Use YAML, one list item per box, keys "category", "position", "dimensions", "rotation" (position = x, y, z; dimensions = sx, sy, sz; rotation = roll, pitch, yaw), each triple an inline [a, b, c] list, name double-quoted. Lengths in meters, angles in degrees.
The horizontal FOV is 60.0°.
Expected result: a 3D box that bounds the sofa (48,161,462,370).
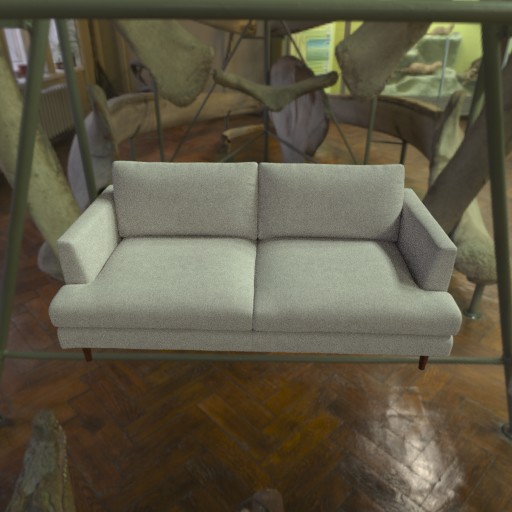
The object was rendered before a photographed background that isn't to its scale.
- category: "sofa"
  position: [0.000, 0.000, 2.487]
  dimensions: [1.948, 0.868, 1.020]
  rotation: [1, 29, 2]
